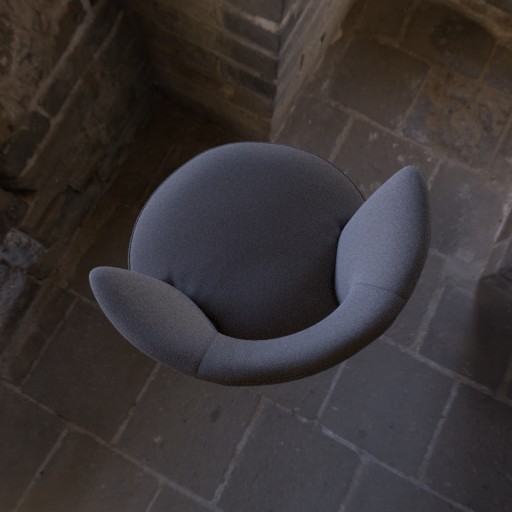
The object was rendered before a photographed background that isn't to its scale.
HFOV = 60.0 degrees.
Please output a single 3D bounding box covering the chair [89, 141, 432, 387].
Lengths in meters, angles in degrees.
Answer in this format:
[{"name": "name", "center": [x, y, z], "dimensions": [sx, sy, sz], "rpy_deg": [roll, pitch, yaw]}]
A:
[{"name": "chair", "center": [0.000, 0.000, 1.203], "dimensions": [0.689, 0.719, 0.660], "rpy_deg": [-19, 76, -5]}]
